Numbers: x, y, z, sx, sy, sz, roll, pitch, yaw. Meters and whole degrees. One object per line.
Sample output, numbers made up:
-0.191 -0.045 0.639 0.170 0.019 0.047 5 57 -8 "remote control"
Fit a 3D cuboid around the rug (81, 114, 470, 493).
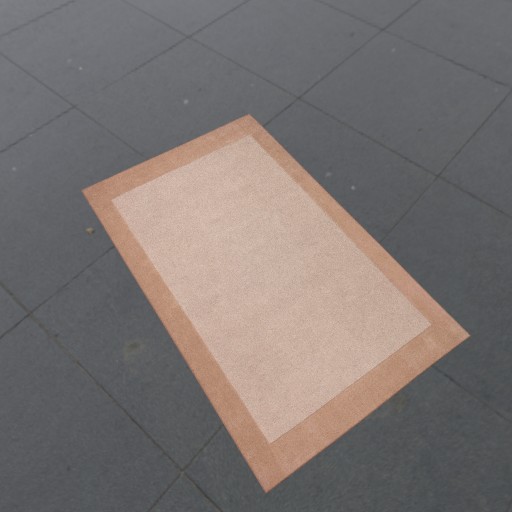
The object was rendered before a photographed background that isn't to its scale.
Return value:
0.000 0.000 3.025 1.524 0.014 2.438 -30 62 -17 "rug"
